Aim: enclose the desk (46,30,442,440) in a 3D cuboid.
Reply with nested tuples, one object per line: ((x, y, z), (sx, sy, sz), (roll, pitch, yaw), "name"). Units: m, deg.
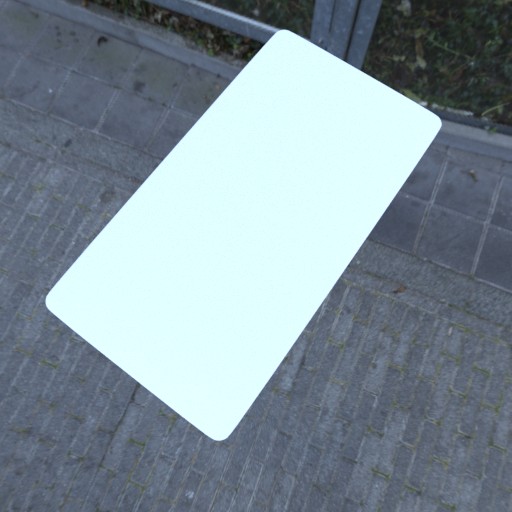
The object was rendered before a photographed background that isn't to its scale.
((0.000, 0.000, 1.342), (0.475, 0.763, 0.877), (35, 76, 10), "desk")
